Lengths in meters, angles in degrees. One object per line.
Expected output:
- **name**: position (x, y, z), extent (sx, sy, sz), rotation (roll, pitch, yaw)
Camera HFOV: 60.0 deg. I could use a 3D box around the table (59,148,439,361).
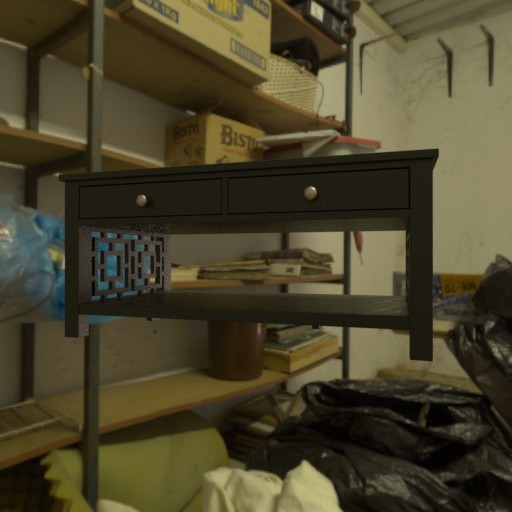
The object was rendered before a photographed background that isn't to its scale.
- **table**: position (0.000, 0.000, 1.458), extent (1.068, 0.493, 0.612), rotation (0, 0, 18)
